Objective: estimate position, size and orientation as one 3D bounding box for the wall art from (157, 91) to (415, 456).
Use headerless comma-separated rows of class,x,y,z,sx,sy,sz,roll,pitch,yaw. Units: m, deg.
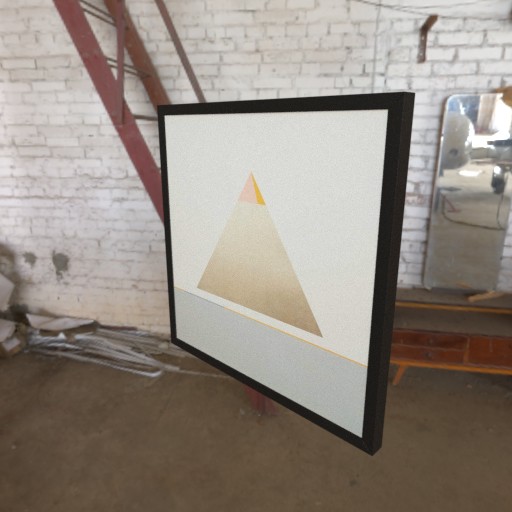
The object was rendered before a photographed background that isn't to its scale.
wall art,0.000,0.000,0.770,0.513,0.511,0.028,15,22,42
